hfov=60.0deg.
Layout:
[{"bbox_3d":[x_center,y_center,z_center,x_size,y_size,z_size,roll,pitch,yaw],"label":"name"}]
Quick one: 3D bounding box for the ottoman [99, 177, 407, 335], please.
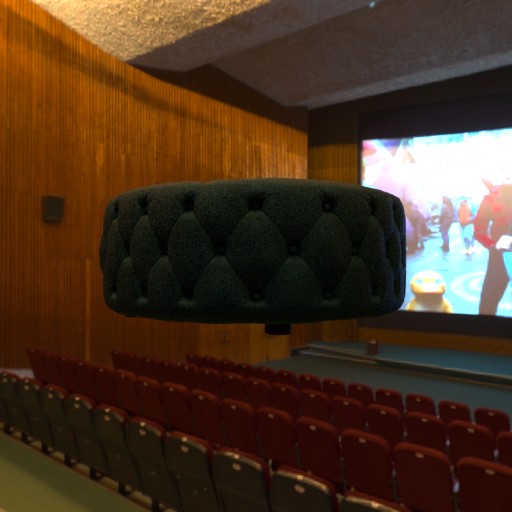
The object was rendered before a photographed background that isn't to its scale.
[{"bbox_3d":[0.000,0.000,1.526,0.998,0.398,0.998,0,0,0],"label":"ottoman"}]
